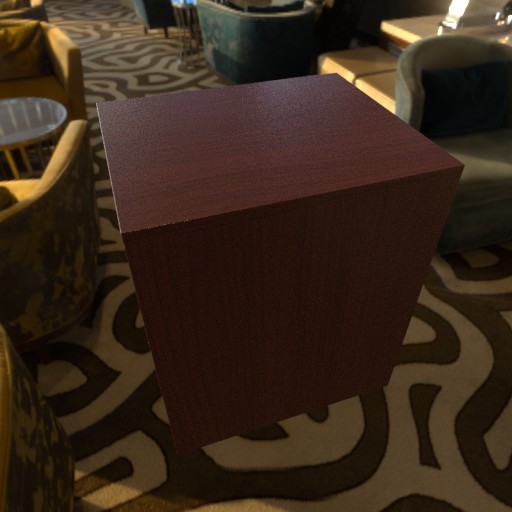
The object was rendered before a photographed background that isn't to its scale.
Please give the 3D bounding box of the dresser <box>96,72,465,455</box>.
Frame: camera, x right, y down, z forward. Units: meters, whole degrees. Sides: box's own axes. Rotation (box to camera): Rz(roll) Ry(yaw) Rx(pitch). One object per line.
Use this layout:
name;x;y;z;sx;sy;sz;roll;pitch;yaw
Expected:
dresser;0.000;0.000;0.759;0.400;0.470;0.360;-13;43;-14
